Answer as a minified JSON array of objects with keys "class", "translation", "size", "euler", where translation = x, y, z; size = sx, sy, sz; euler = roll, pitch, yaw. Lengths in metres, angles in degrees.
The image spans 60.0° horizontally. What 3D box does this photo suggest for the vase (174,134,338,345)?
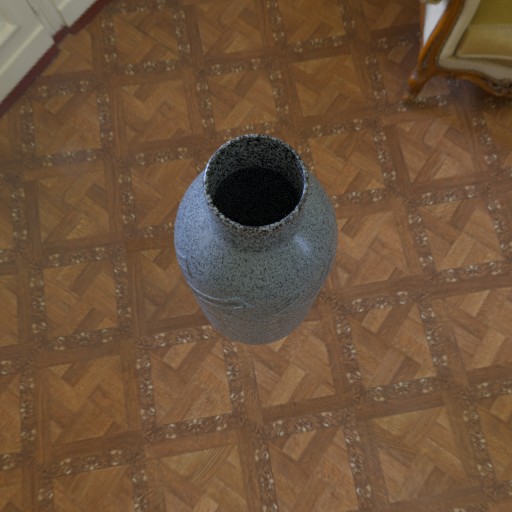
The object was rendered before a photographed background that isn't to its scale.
[{"class":"vase","translation":[0.000,0.000,0.348],"size":[0.122,0.282,0.122],"euler":[0,75,0]}]
